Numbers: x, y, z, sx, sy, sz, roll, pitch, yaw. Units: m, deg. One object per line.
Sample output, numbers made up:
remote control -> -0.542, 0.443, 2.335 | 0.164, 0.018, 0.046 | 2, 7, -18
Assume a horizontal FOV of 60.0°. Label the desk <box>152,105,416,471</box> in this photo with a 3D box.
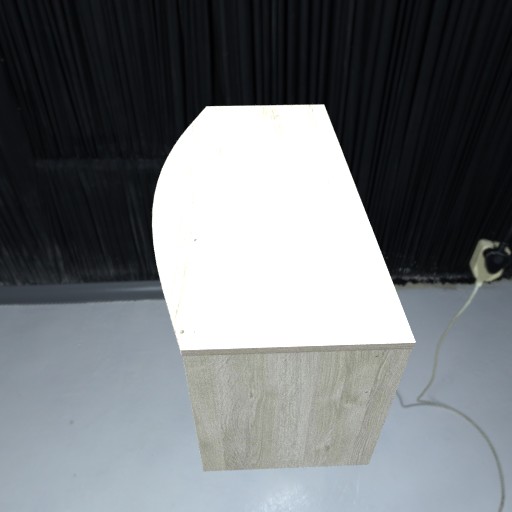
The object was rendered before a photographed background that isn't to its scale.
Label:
desk -> 0.000, 0.000, 2.038 | 0.802, 0.752, 1.600 | -2, 41, -2
